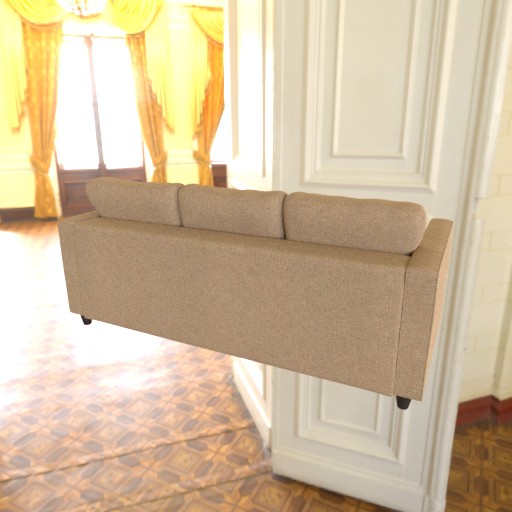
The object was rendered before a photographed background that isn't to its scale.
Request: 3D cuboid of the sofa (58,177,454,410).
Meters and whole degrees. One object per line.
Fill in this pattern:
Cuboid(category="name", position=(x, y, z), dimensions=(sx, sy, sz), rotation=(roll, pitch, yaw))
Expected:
Cuboid(category="sofa", position=(0.000, 0.000, 2.356), dimensions=(1.855, 0.800, 0.930), rotation=(8, 19, 25))
